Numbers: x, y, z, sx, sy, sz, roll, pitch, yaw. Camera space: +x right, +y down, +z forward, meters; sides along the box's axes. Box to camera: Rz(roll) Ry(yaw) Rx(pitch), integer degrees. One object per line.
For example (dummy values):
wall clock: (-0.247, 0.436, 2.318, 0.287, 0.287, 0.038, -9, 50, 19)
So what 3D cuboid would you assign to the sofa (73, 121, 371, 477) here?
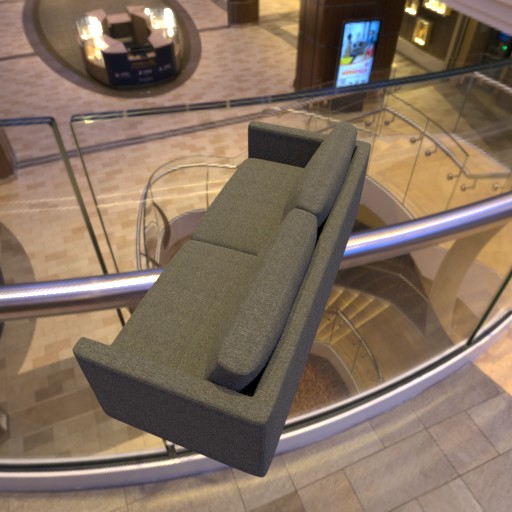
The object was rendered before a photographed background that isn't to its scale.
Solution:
sofa: (0.000, 0.000, 2.733, 0.948, 0.965, 2.208, 15, 47, 15)
